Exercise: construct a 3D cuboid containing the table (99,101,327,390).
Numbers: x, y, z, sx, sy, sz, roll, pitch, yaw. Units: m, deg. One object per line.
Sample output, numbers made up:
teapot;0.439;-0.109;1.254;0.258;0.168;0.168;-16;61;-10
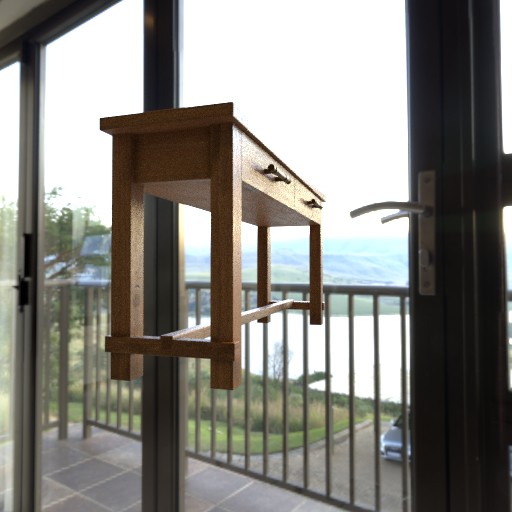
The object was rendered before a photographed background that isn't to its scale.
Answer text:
table;0.000;0.000;1.959;0.442;0.762;1.599;-1;-2;18
